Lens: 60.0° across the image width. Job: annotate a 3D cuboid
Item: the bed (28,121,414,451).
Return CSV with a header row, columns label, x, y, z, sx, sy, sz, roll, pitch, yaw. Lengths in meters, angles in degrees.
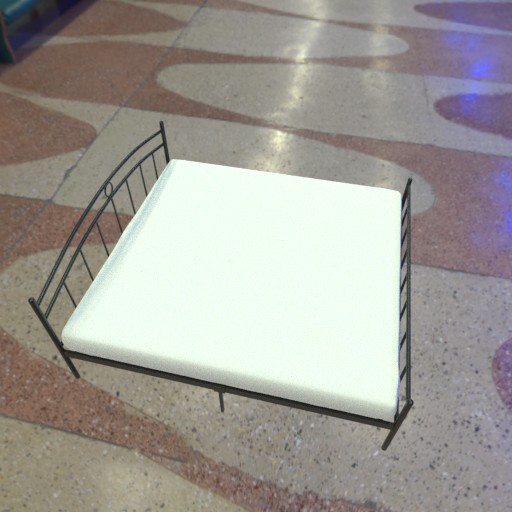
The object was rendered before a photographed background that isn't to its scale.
label,x,y,z,sx,sy,sz,roll,pitch,yaw
bed,0.000,0.000,3.074,2.040,0.940,1.880,10,48,9
